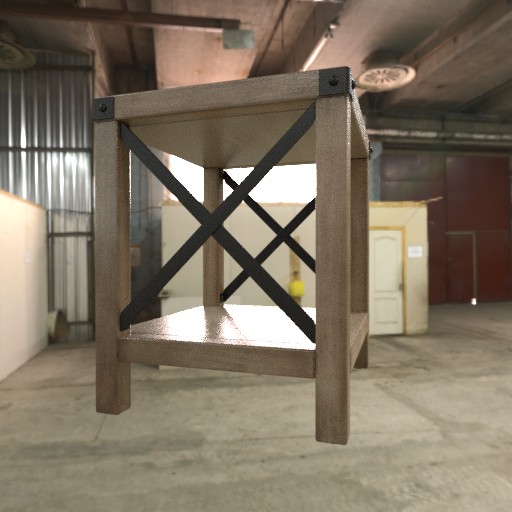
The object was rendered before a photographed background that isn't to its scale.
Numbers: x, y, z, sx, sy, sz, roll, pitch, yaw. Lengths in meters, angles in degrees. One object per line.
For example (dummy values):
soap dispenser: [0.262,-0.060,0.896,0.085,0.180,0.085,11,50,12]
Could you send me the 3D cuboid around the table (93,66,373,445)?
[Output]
table: [0.000,0.000,0.946,0.459,0.561,0.510,0,1,18]
